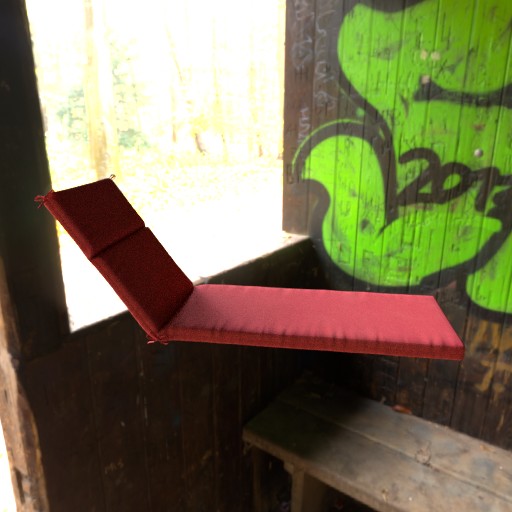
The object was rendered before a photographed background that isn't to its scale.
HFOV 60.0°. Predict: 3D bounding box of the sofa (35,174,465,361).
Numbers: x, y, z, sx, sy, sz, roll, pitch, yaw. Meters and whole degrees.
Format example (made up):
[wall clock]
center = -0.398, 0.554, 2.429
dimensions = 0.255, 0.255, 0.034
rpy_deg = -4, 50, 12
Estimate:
[sofa]
center = 0.000, 0.000, 1.930
dimensions = 1.663, 0.622, 0.582
rpy_deg = 2, 17, 8
